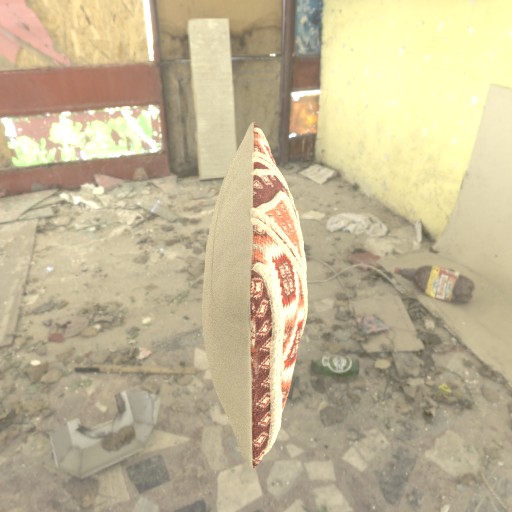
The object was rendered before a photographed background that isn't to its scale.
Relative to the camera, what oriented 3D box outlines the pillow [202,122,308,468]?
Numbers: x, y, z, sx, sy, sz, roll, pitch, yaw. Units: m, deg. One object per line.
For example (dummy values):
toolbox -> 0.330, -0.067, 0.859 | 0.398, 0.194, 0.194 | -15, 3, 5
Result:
pillow -> 0.000, 0.000, 0.737 | 0.161, 0.295, 0.608 | 0, 30, 0
